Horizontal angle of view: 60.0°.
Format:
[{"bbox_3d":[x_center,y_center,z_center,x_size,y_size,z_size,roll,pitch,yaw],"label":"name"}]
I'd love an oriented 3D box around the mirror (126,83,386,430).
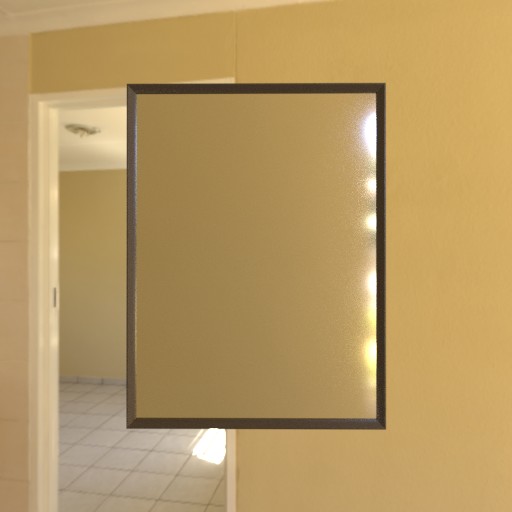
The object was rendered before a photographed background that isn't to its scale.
[{"bbox_3d":[0.000,0.000,1.321,0.762,1.016,0.041,0,0,1],"label":"mirror"}]
